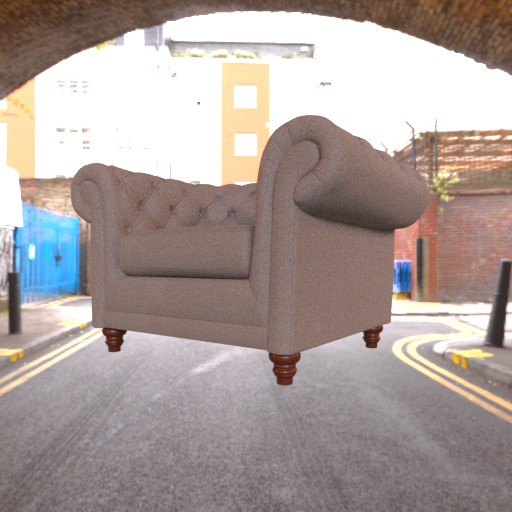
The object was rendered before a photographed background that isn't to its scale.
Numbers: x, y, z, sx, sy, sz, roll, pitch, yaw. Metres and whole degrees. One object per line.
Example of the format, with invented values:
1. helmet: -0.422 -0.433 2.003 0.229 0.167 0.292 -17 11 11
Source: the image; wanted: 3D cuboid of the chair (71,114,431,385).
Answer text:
1. chair: 0.000 0.000 1.885 1.270 0.770 0.976 -1 -1 36
